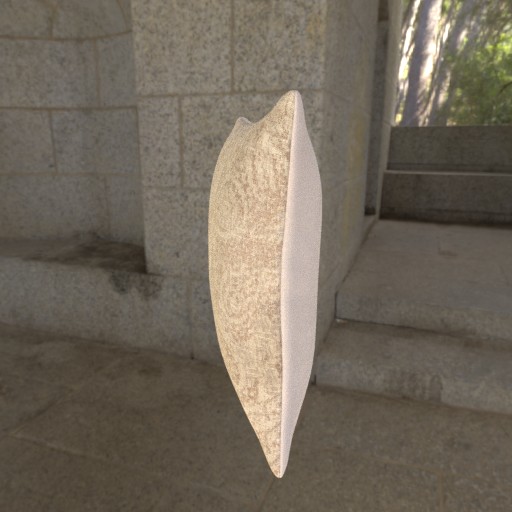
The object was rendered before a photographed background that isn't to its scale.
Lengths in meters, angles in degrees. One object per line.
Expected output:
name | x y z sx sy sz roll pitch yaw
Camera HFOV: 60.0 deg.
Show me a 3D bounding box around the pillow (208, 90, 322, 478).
pillow | 0.000 0.000 0.802 0.166 0.510 0.523 -2 14 -8
